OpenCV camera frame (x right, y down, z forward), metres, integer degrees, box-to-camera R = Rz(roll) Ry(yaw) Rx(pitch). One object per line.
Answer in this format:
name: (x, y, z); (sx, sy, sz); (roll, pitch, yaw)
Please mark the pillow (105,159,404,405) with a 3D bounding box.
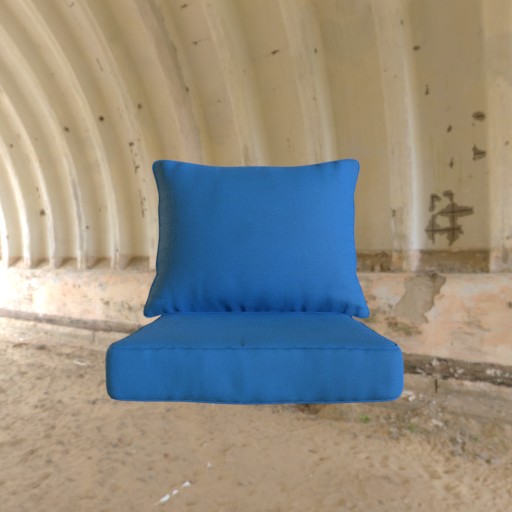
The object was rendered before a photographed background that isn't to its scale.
pillow: (0.000, 0.000, 1.356); (0.798, 0.725, 0.733); (0, -1, 0)
